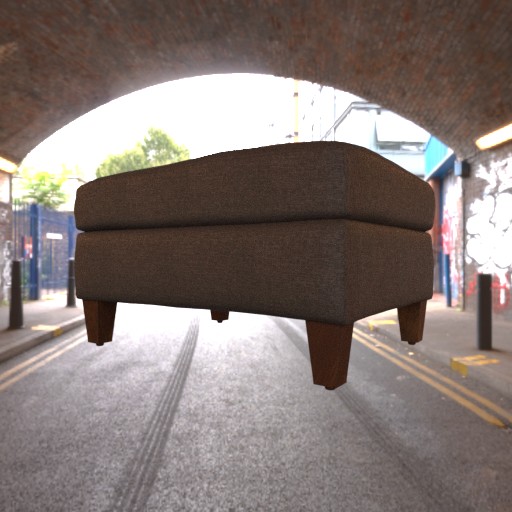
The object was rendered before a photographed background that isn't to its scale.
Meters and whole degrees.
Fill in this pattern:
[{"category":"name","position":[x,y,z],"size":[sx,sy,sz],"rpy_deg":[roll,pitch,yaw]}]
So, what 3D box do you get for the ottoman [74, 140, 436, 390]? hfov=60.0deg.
[{"category":"ottoman","position":[0.000,0.000,1.233],"size":[0.826,0.496,0.639],"rpy_deg":[0,0,35]}]
